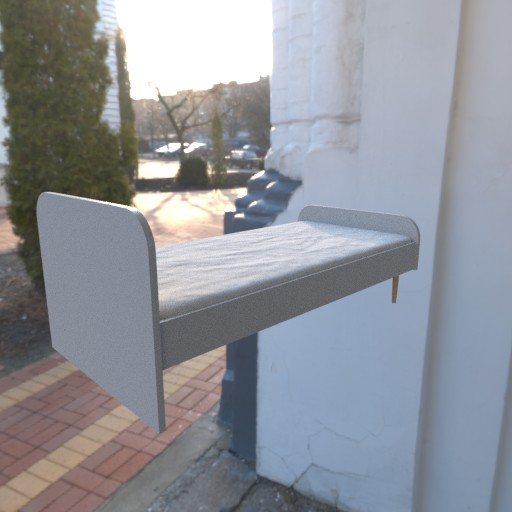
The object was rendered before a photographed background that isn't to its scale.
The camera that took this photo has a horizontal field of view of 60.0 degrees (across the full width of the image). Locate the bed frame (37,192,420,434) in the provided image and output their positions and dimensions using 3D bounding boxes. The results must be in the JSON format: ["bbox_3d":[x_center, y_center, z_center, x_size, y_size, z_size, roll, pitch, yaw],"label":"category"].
[{"bbox_3d":[0.000,0.000,2.511,1.963,0.805,0.998,-13,19,-43],"label":"bed frame"}]
